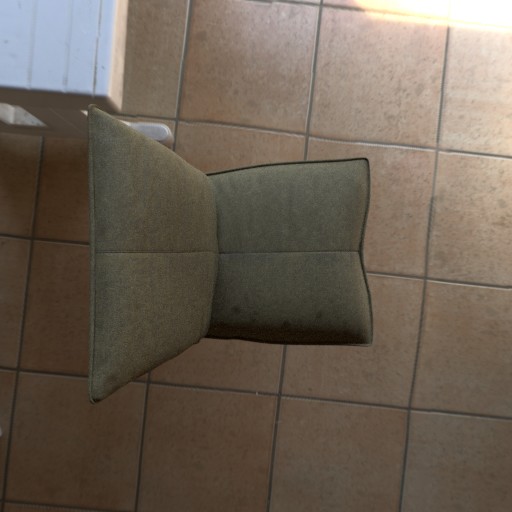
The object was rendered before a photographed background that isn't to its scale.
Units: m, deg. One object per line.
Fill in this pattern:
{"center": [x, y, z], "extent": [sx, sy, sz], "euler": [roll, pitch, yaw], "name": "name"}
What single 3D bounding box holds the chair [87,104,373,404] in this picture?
{"center": [0.000, 0.000, 1.271], "extent": [0.696, 0.811, 0.597], "euler": [0, 90, -1], "name": "chair"}
